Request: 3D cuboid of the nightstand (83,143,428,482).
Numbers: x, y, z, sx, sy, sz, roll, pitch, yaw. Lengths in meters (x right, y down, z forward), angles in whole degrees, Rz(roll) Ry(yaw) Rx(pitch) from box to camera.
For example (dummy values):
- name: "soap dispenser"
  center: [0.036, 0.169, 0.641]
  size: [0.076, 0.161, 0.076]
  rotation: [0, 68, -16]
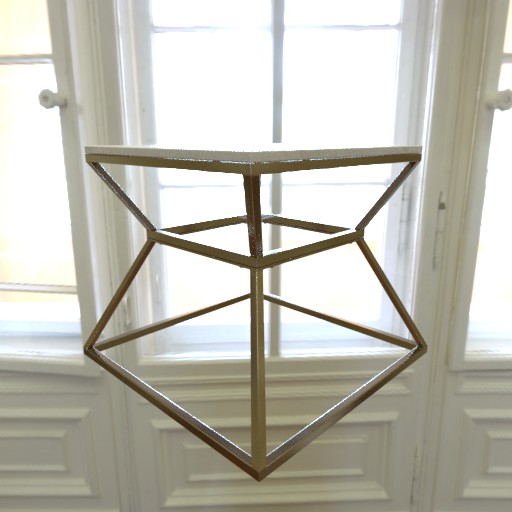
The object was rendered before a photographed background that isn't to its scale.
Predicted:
- name: "nightstand"
  center: [0.000, 0.000, 0.882]
  size: [0.514, 0.426, 0.513]
  rotation: [14, 21, 42]
